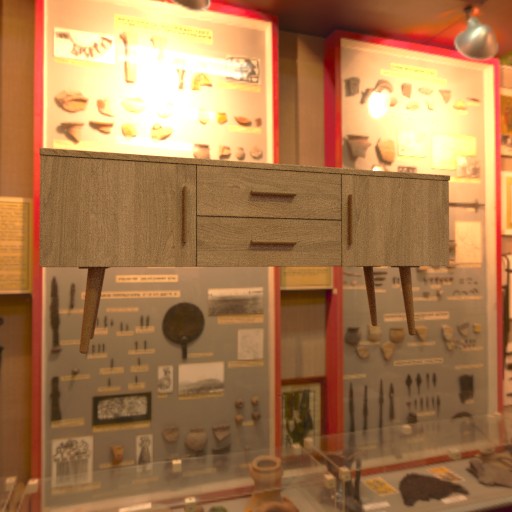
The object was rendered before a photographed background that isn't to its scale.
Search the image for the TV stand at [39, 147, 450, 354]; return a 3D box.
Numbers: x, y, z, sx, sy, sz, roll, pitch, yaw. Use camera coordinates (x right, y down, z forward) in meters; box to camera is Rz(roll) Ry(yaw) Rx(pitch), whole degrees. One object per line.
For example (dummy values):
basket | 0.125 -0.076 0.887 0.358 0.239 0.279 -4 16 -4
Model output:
TV stand | 0.000 0.000 1.537 1.313 0.565 0.401 0 -1 -17
